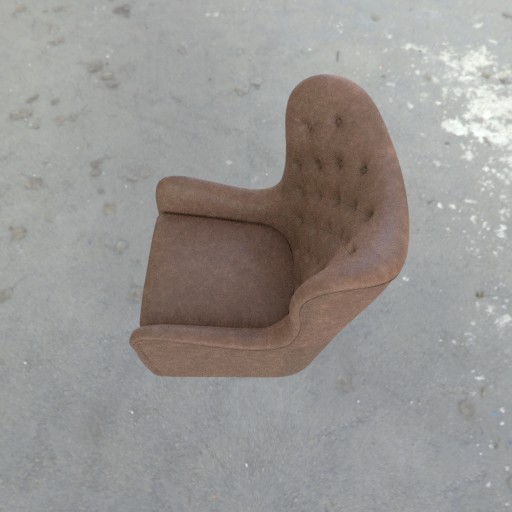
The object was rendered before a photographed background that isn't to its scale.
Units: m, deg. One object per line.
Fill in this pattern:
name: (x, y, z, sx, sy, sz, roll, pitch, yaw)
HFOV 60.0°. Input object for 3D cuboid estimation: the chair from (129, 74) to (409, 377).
chair: (0.000, 0.000, 1.756, 0.930, 1.079, 0.831, 1, 59, 1)
